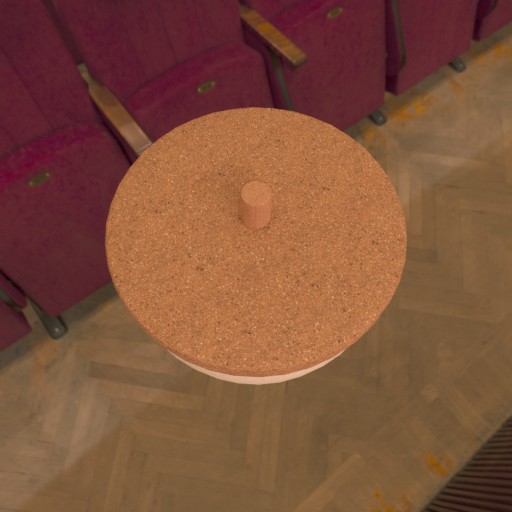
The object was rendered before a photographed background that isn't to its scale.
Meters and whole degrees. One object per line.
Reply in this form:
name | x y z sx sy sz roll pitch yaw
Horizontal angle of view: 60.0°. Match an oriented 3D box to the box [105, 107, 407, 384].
box | 0.000 0.000 0.185 0.107 0.094 0.107 0 64 0
